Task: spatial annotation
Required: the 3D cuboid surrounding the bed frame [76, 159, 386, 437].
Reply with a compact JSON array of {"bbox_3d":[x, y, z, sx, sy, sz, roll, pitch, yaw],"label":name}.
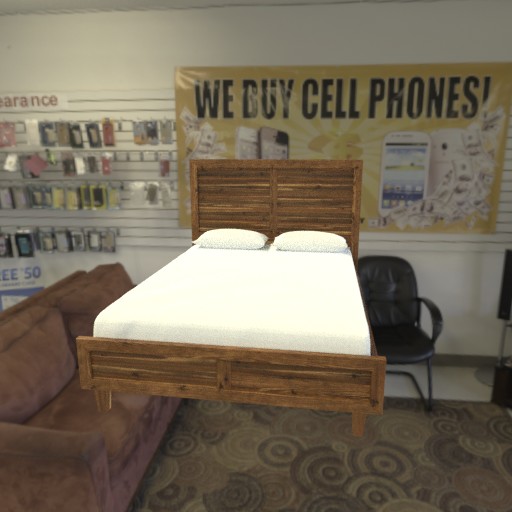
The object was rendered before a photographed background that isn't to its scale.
[{"bbox_3d":[0.000,0.000,3.408,1.696,1.417,2.276,2,13,9],"label":"bed frame"}]
